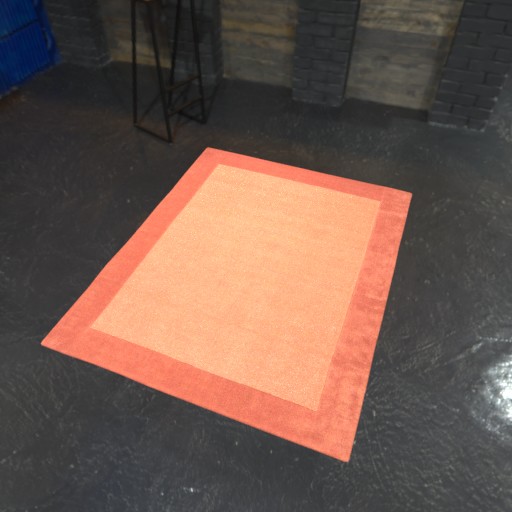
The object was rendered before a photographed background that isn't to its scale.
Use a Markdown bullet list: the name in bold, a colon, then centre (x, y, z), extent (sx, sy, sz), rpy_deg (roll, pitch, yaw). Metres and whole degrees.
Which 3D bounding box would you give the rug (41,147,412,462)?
- **rug**: centre (0.000, 0.000, 4.072), extent (2.430, 0.018, 2.976), rpy_deg (16, 48, 15)
